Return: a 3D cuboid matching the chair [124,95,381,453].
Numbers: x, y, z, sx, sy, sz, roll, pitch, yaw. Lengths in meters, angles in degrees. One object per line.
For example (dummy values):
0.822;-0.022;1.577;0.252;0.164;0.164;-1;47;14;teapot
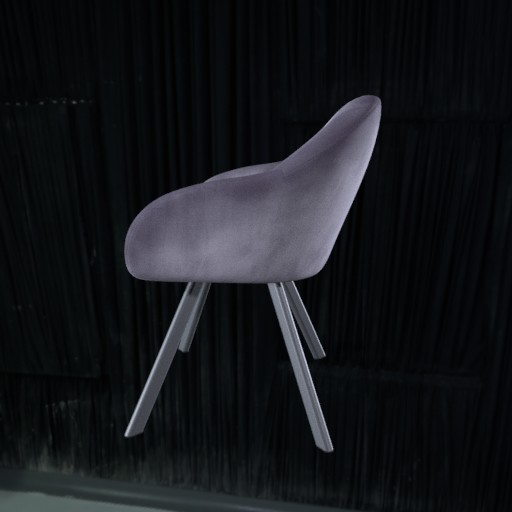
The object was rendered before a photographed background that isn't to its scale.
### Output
0.000;0.000;1.174;0.590;0.795;0.550;2;15;6;chair
